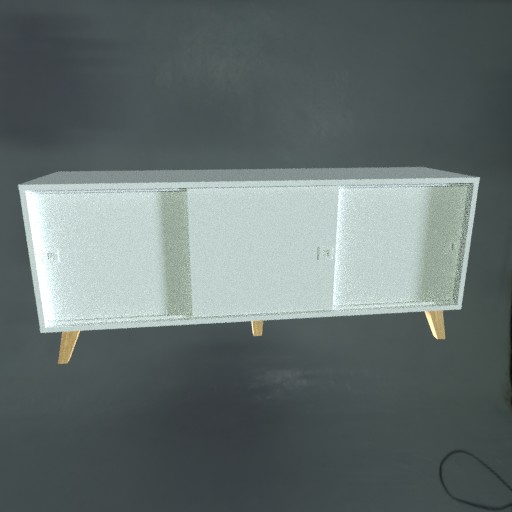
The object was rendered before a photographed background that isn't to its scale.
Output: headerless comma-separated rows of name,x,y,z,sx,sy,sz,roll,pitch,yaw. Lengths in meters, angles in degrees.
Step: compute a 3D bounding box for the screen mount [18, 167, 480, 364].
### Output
screen mount,0.000,0.000,1.698,1.490,0.619,0.400,-2,17,-7
